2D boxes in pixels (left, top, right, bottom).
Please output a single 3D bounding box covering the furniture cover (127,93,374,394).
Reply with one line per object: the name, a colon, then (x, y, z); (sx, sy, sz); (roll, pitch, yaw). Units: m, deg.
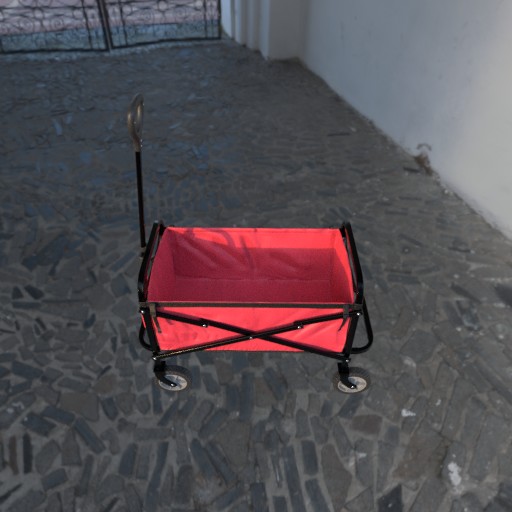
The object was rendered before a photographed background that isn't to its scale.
furniture cover: (0.000, 0.000, 1.788); (1.038, 1.295, 0.532); (0, 42, 1)
